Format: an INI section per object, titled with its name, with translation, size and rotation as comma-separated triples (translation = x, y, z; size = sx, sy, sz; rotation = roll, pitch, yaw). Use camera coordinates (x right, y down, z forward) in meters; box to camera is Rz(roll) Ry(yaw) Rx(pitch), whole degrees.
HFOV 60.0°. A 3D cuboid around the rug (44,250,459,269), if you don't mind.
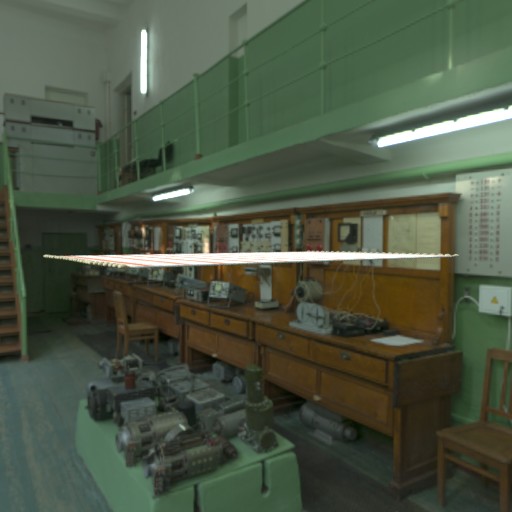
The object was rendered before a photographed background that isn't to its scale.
[rug]
translation = 0.000, 0.000, 3.053
size = 2.433, 0.022, 1.556
rotation = -1, 2, -35
